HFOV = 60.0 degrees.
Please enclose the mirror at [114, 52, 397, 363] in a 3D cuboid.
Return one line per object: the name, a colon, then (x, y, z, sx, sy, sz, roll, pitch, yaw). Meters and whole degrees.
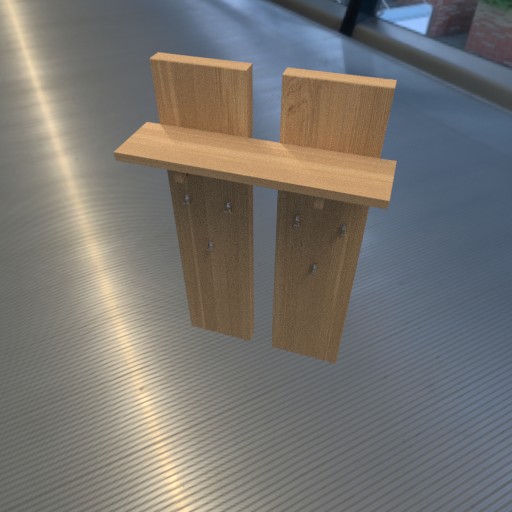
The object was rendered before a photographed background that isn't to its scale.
mirror: (0.000, 0.000, 1.595, 0.800, 1.250, 0.260, 12, 44, 13)
